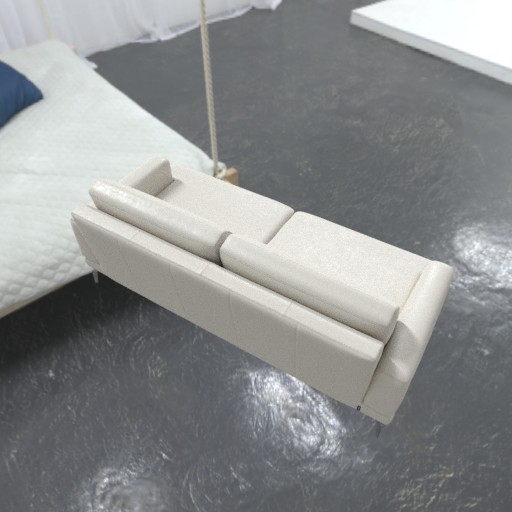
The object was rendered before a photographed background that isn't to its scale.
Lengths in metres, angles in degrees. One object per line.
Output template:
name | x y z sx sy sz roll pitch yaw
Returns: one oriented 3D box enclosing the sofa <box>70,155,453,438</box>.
sofa | 0.000 0.000 2.438 1.940 0.765 0.974 24 51 21
